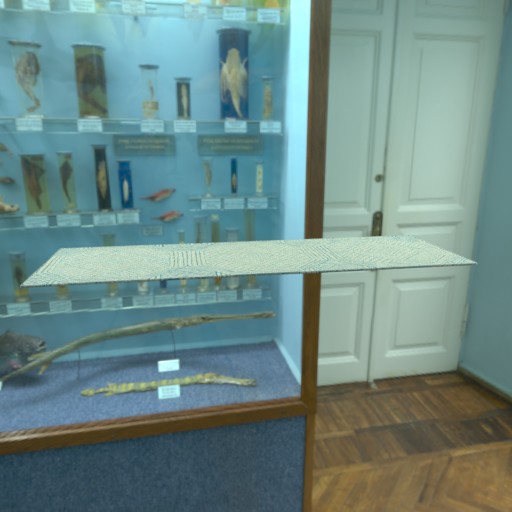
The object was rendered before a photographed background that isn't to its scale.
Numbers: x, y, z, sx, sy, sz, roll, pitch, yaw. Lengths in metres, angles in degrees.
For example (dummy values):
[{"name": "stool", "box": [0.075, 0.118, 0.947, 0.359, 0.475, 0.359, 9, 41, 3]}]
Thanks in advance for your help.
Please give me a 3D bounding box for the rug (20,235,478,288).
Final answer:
[{"name": "rug", "box": [0.000, 0.000, 2.711, 2.452, 0.012, 0.775, -2, 15, -9]}]
